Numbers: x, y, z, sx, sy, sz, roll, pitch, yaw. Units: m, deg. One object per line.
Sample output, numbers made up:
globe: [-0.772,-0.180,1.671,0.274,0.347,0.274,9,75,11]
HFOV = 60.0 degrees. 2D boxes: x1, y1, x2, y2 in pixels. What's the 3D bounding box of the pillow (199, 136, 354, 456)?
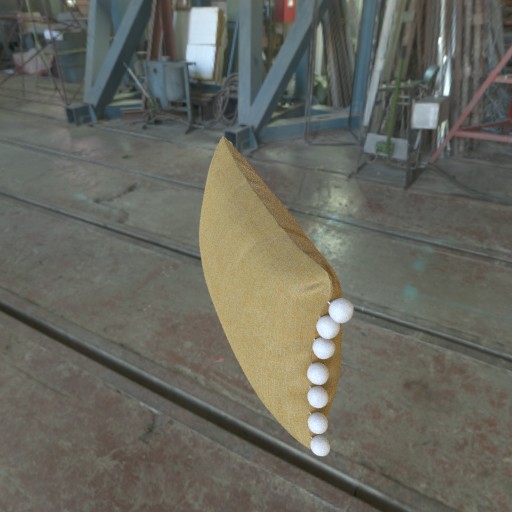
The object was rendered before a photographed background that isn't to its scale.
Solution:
pillow: [0.000,0.000,0.860,0.201,0.322,0.709,-8,32,-12]
